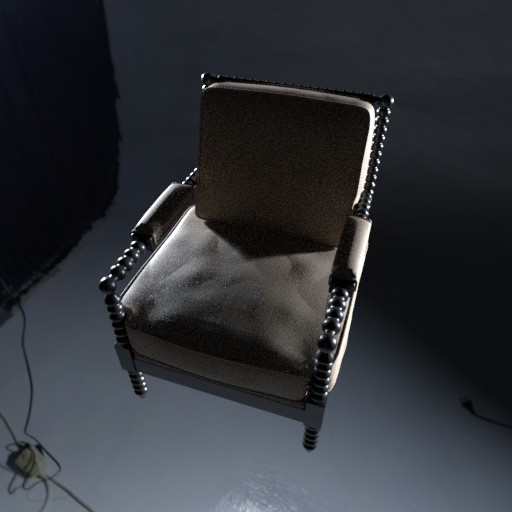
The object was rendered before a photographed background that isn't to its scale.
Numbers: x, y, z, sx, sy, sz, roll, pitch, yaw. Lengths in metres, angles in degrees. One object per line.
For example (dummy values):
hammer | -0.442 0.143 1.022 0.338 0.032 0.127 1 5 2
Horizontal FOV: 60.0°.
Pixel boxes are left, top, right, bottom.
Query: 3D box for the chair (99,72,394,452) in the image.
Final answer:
chair | 0.000 0.000 1.177 0.555 0.703 0.657 13 43 14
